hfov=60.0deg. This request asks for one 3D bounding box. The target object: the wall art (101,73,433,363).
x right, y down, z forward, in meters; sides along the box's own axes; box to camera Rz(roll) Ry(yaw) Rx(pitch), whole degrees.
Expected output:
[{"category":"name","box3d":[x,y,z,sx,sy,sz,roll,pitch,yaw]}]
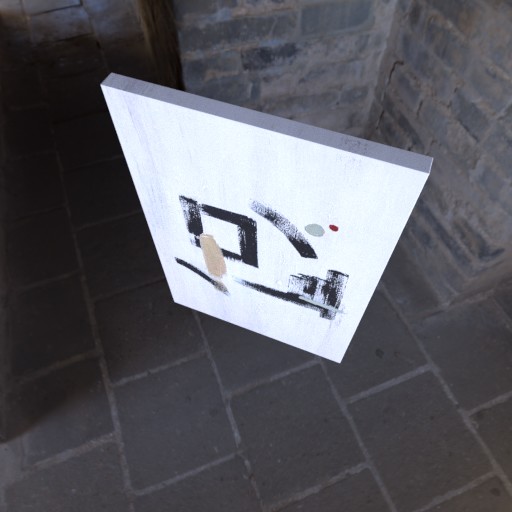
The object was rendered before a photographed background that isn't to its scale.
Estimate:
[{"category":"wall art","box3d":[0.000,0.000,1.179,0.624,0.914,0.043,18,59,12]}]
